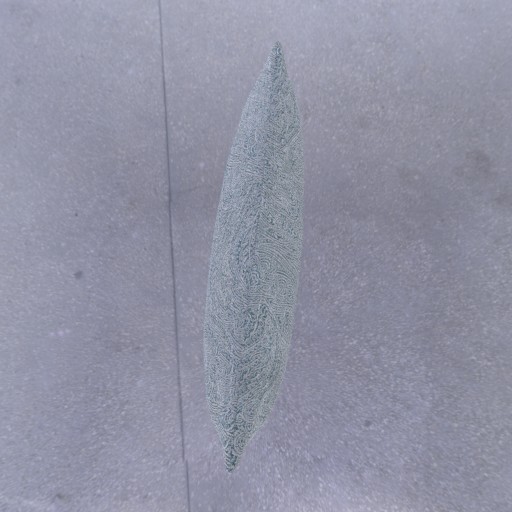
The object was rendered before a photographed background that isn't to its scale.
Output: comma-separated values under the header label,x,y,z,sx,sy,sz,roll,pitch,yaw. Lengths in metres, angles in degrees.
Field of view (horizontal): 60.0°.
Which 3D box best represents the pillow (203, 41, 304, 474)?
label,x,y,z,sx,sy,sz,roll,pitch,yaw
pillow,0.000,0.000,0.746,0.151,0.295,0.615,6,76,1
